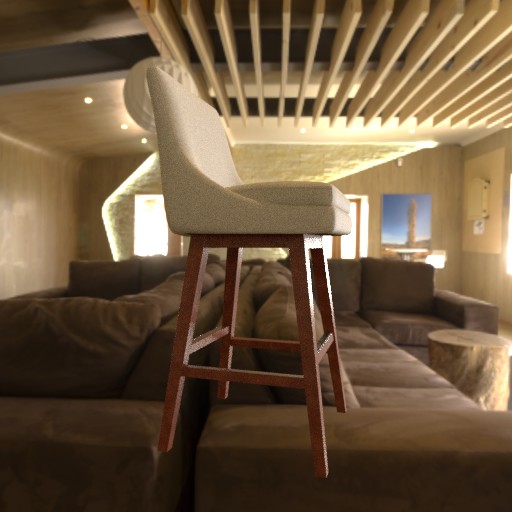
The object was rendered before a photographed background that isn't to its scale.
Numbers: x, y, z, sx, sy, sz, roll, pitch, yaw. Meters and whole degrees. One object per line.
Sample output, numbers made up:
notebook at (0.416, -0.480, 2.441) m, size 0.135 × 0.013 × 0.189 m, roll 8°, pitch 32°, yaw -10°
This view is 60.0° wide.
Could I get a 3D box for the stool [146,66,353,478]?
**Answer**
stool at (0.000, 0.000, 1.392) m, size 0.559 × 1.092 × 0.470 m, roll 1°, pitch 2°, yaw 18°
